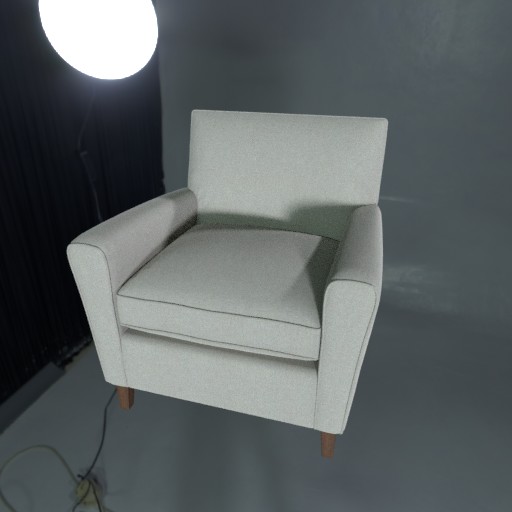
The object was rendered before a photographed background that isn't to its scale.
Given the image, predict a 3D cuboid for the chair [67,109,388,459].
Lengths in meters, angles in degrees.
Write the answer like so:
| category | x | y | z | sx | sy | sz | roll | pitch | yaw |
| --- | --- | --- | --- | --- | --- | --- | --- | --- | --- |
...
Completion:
| category | x | y | z | sx | sy | sz | roll | pitch | yaw |
| --- | --- | --- | --- | --- | --- | --- | --- | --- | --- |
| chair | 0.000 | 0.000 | 1.546 | 0.840 | 0.846 | 0.871 | 7 | 27 | 15 |
